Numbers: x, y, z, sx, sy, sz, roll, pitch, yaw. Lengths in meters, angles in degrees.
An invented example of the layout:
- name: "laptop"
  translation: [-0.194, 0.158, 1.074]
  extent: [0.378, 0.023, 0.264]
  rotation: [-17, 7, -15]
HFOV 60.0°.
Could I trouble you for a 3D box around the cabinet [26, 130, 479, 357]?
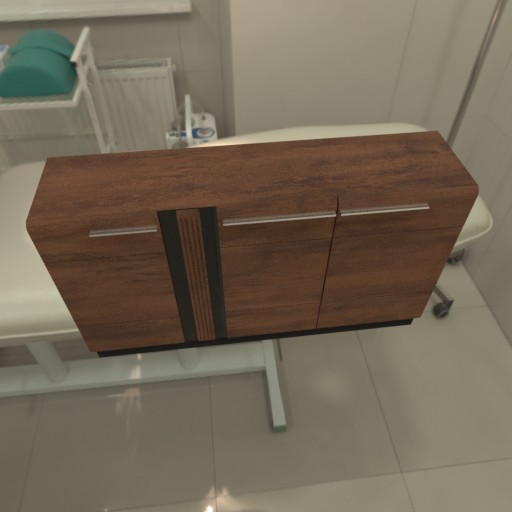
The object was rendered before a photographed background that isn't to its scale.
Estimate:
- name: "cabinet"
  translation: [0.000, 0.000, 1.996]
  extent: [1.600, 0.900, 0.420]
  rotation: [-5, 47, -5]
